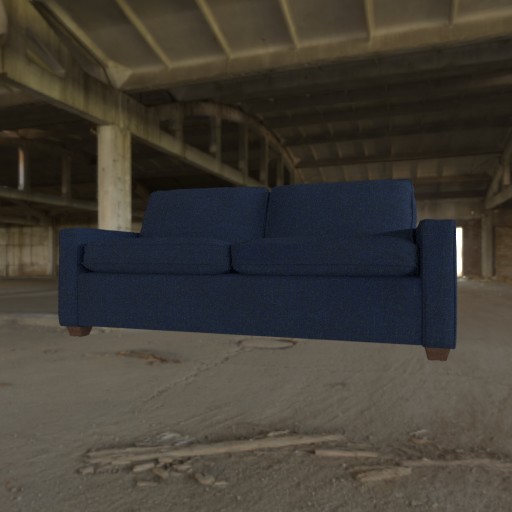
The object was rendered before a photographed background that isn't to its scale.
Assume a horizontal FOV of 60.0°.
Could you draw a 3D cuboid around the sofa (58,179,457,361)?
[{"bbox_3d":[0.000,0.000,2.582,2.080,0.919,0.940,0,0,18],"label":"sofa"}]
